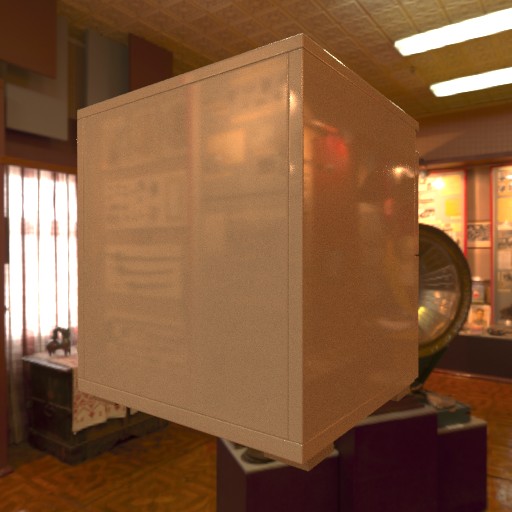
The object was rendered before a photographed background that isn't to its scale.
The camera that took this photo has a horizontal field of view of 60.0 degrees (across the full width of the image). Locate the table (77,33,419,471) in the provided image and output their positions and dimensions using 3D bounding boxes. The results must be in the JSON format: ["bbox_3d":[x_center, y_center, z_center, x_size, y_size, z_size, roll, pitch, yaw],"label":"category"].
[{"bbox_3d":[0.000,0.000,0.750,0.420,0.470,0.400,0,0,37],"label":"table"}]
